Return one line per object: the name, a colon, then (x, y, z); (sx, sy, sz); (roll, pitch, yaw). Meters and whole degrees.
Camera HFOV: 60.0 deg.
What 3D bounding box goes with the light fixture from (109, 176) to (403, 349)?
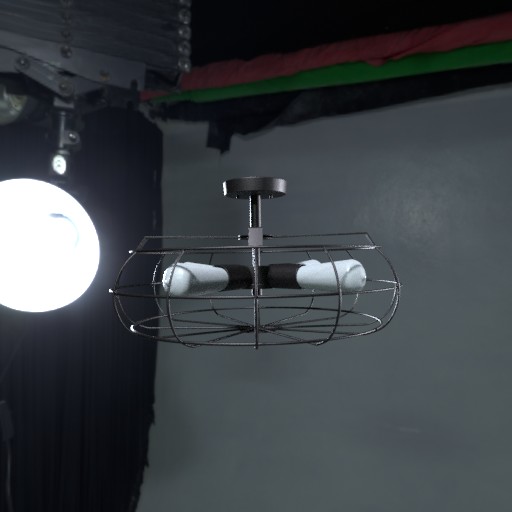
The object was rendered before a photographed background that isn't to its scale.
light fixture: (0.000, 0.000, 0.927); (0.582, 0.311, 0.582); (0, 0, 0)
